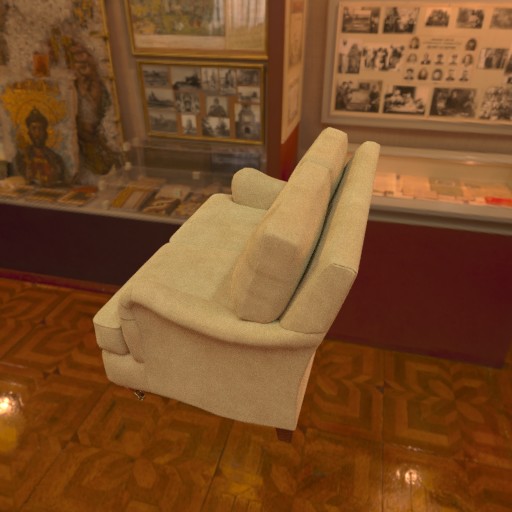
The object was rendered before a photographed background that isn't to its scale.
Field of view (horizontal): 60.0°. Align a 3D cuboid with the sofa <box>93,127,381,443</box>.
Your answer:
[{"bbox_3d":[0.000,0.000,2.332,1.086,1.087,1.498,9,32,14],"label":"sofa"}]
